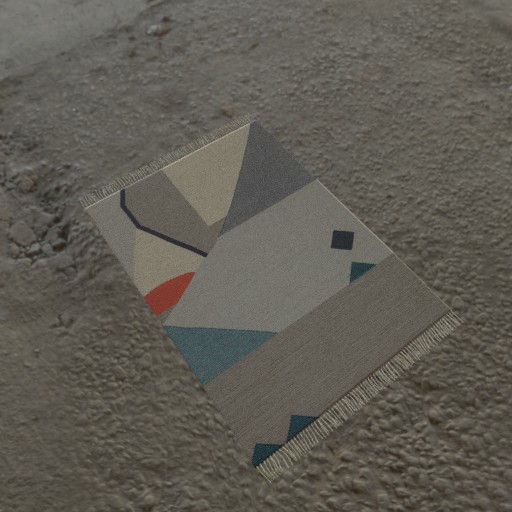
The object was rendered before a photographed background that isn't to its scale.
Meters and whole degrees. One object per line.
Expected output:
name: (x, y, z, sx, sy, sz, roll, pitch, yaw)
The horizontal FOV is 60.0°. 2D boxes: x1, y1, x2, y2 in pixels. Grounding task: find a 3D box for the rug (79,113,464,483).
rug: (0.000, 0.000, 2.375, 1.220, 0.005, 1.828, -32, 65, -17)
